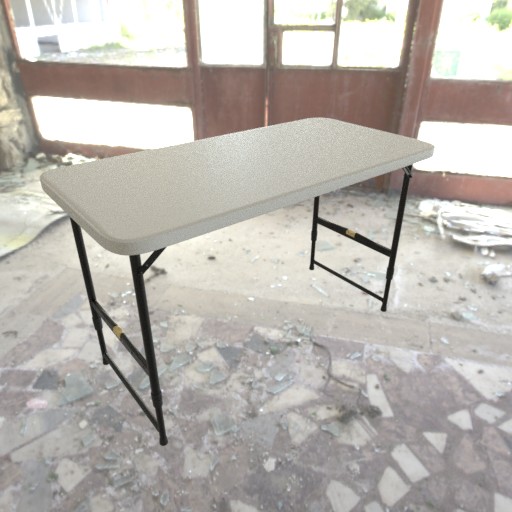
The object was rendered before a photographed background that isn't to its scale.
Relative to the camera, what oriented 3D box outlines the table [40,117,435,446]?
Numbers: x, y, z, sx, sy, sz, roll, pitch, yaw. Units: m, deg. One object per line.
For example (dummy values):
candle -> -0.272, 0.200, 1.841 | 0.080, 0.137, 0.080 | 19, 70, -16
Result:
table -> 0.000, 0.000, 1.622 | 1.219, 0.737, 0.610 | -22, 36, -33
